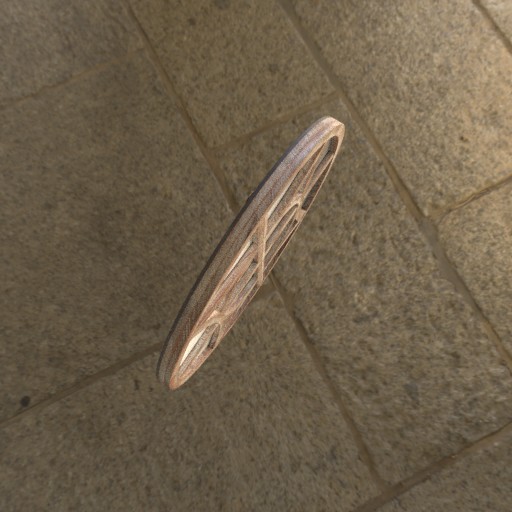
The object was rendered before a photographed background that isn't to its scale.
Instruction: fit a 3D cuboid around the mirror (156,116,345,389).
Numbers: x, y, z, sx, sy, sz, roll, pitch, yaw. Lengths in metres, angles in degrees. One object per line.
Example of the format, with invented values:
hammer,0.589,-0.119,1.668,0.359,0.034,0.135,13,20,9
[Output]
mirror,0.000,0.000,1.059,0.038,0.710,0.710,33,79,7
